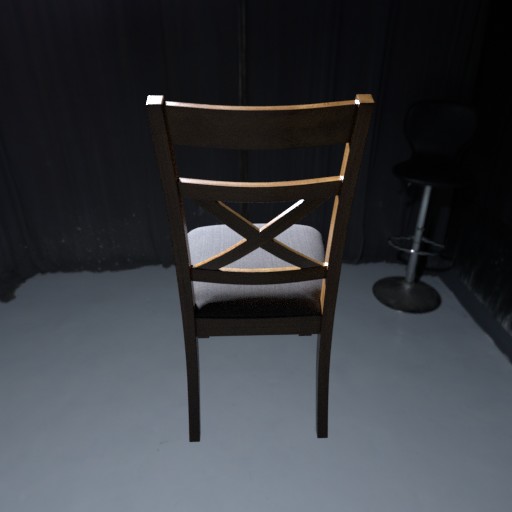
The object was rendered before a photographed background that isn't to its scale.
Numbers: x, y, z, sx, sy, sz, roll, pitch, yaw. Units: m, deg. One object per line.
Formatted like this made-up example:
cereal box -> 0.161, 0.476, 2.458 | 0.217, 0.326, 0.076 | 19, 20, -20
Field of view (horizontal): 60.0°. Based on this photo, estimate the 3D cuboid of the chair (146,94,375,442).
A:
chair -> 0.000, 0.000, 1.258 | 0.470, 0.949, 0.581 | -1, 29, -2
